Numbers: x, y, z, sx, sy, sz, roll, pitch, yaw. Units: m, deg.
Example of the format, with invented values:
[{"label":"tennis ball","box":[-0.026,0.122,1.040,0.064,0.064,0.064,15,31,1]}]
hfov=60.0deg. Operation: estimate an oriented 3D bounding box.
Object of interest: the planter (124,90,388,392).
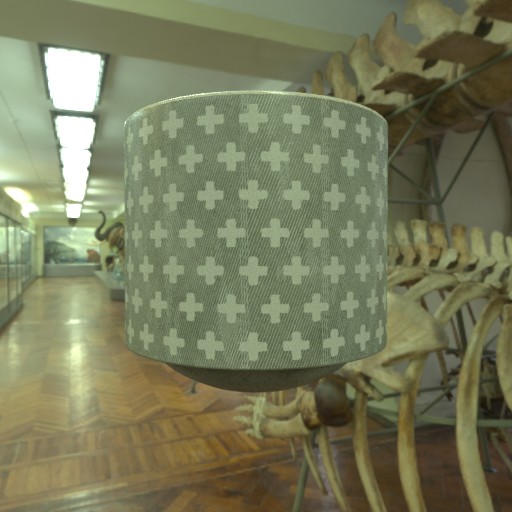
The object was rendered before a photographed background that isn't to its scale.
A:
[{"label":"planter","box":[0.000,0.000,0.334,0.190,0.181,0.190,0,1,0]}]
